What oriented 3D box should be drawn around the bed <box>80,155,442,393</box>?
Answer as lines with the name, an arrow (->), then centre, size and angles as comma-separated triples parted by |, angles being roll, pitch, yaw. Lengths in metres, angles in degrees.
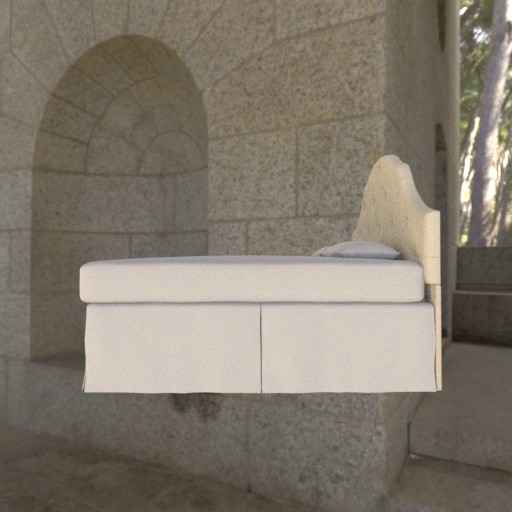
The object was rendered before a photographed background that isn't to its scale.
bed -> 0.000, 0.000, 3.470 | 2.086, 1.555, 2.012 | 0, -1, 0
